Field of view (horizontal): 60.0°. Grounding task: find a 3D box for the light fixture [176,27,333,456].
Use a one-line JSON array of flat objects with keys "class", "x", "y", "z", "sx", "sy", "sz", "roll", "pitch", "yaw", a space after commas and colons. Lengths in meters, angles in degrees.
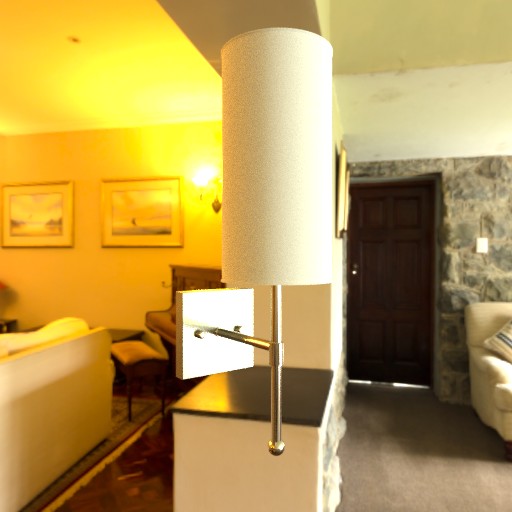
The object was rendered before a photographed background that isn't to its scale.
[{"class": "light fixture", "x": 0.000, "y": 0.000, "z": 0.545, "sx": 0.128, "sy": 0.462, "sz": 0.208, "roll": 0, "pitch": 1, "yaw": -36}]
